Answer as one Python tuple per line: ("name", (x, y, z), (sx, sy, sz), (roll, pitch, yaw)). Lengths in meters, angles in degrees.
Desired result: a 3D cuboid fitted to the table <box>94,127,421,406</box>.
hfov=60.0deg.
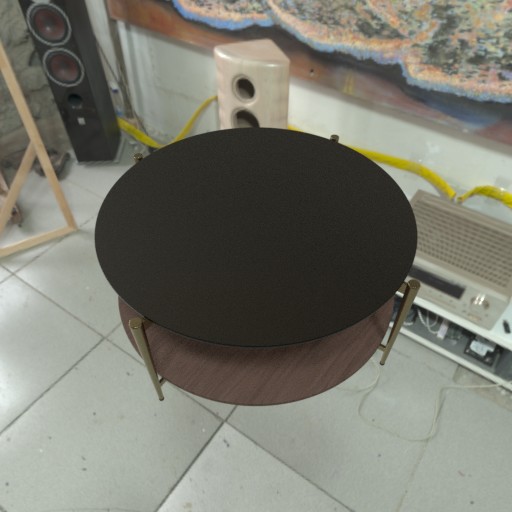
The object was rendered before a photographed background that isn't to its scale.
("table", (0.000, 0.000, 1.470), (0.938, 0.400, 0.938), (4, 47, 4))
